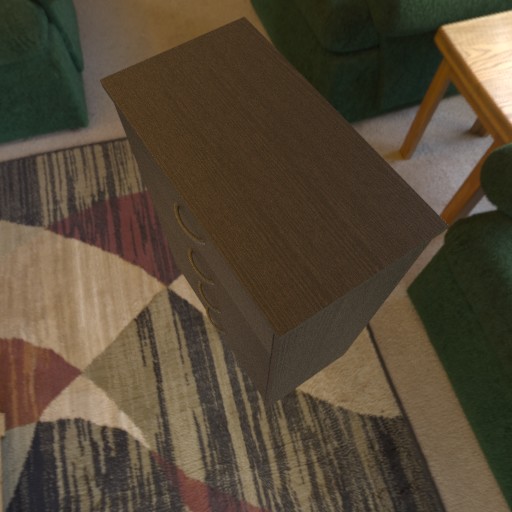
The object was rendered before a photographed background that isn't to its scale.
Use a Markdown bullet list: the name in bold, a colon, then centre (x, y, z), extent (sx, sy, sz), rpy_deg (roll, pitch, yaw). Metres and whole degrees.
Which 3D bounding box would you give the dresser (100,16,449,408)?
- **dresser**: centre (0.000, 0.000, 1.366), extent (0.399, 1.020, 0.704), rpy_deg (-31, 68, -14)
